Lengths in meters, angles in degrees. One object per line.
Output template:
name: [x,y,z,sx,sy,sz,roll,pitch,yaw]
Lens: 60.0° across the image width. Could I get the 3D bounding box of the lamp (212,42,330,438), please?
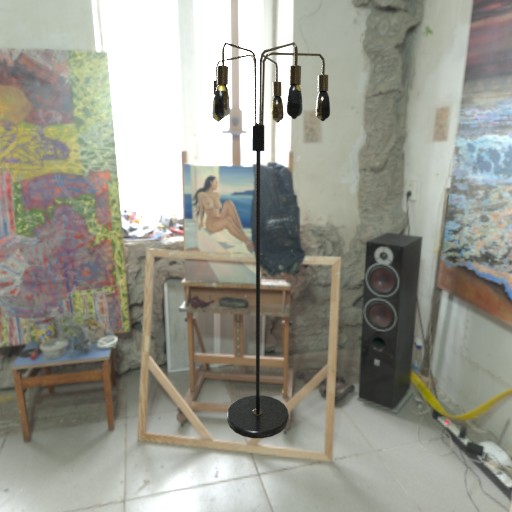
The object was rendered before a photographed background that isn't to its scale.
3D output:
lamp: [0.000,0.000,2.031,0.572,1.721,0.599,-15,21,-43]
